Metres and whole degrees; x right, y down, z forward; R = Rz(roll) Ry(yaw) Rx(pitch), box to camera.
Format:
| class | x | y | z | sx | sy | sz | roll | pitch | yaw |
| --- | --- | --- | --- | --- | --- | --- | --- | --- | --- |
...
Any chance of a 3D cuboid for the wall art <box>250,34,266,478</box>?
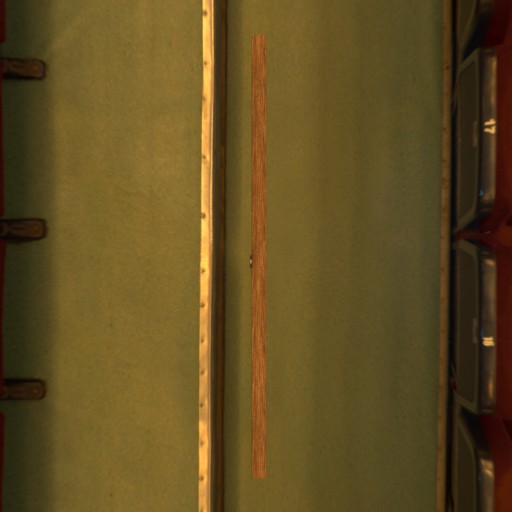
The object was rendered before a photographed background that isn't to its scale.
| class | x | y | z | sx | sy | sz | roll | pitch | yaw |
| --- | --- | --- | --- | --- | --- | --- | --- | --- | --- |
| wall art | 0.000 | 0.000 | 0.832 | 0.021 | 0.576 | 0.561 | 0 | 90 | -1 |
